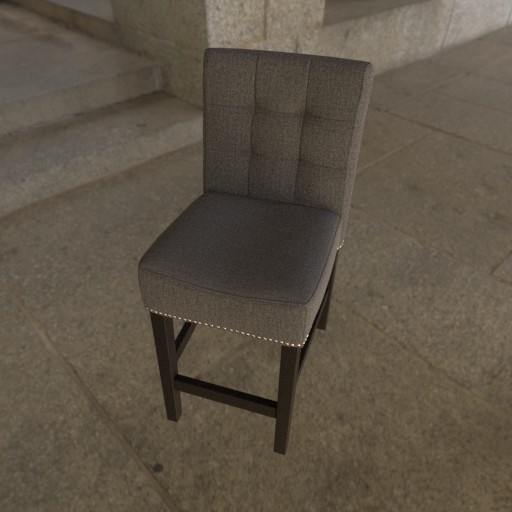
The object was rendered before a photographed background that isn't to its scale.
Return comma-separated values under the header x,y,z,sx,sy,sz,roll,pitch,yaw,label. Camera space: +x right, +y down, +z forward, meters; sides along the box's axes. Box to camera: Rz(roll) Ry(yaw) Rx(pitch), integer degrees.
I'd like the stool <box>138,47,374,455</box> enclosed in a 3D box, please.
x,y,z,sx,sy,sz,roll,pitch,yaw,label
0.000,0.000,1.174,0.427,0.885,0.571,11,41,13,stool
